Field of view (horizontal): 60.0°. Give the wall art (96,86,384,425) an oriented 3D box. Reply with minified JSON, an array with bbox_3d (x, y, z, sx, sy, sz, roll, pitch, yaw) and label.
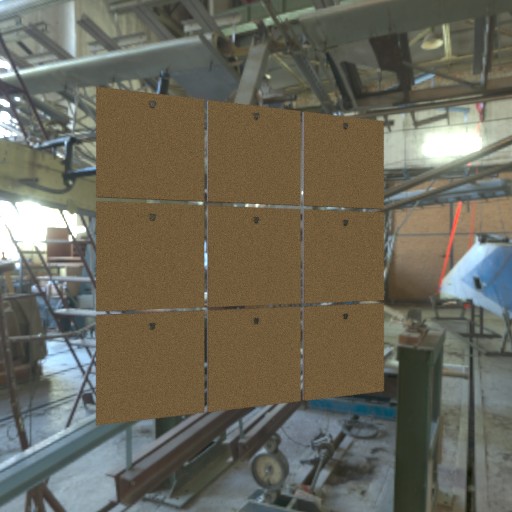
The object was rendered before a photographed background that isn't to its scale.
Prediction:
[{"bbox_3d":[0.000,0.000,1.799,1.221,1.218,0.024,0,0,-19],"label":"wall art"}]
